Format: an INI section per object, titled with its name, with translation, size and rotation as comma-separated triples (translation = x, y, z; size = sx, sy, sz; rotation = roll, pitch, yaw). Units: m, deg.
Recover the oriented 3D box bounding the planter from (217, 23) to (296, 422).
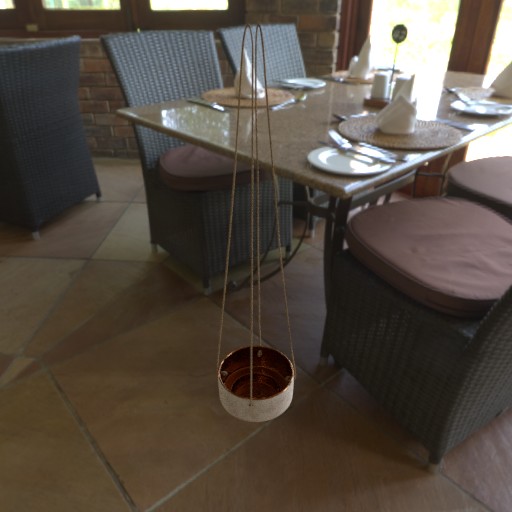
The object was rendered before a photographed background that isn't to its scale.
[planter]
translation = 0.000, 0.000, 1.108
size = 0.223, 1.030, 0.223
rotation = -21, 36, -32
